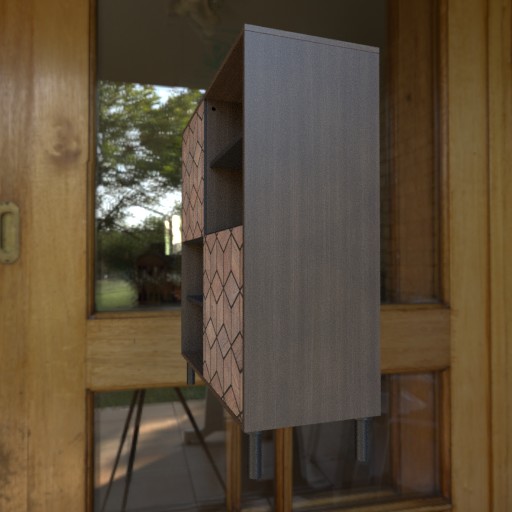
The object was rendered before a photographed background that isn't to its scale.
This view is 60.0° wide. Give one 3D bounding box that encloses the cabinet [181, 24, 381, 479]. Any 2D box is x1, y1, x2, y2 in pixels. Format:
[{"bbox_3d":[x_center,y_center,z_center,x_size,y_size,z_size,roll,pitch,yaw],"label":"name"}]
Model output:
[{"bbox_3d":[0.000,0.000,1.664,0.400,1.170,1.010,0,-1,-19],"label":"cabinet"}]
